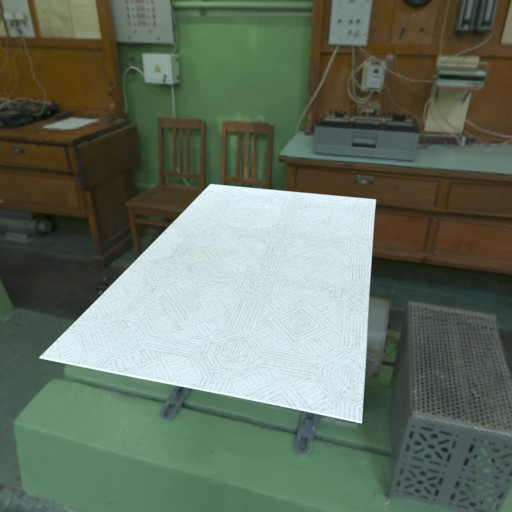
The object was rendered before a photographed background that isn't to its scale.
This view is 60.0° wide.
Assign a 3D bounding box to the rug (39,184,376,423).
[{"bbox_3d":[0.000,0.000,2.993,1.524,0.008,2.440,7,30,13],"label":"rug"}]
